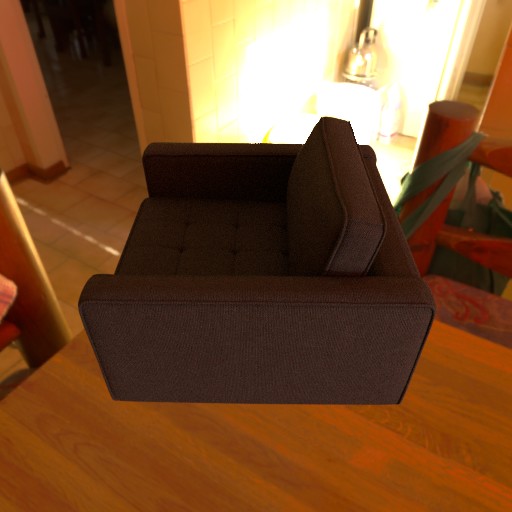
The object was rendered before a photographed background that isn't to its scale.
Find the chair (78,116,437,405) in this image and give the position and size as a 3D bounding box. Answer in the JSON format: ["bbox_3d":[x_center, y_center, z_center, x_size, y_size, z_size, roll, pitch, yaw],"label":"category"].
[{"bbox_3d":[0.000,0.000,1.551,0.919,0.770,0.899,1,40,1],"label":"chair"}]
